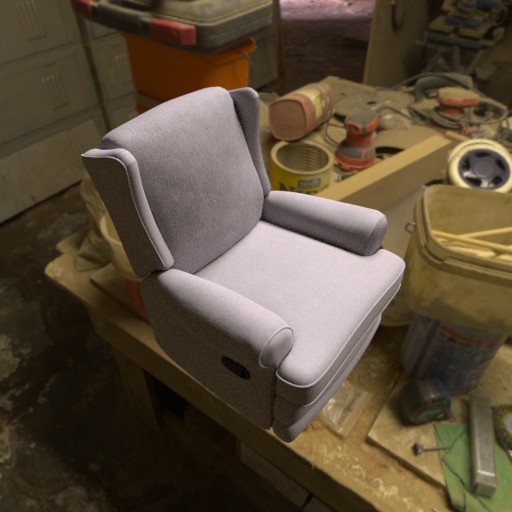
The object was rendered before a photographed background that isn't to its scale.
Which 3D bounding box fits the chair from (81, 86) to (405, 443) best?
[{"bbox_3d":[0.000,0.000,1.714,0.969,1.011,0.847,28,49,27],"label":"chair"}]
